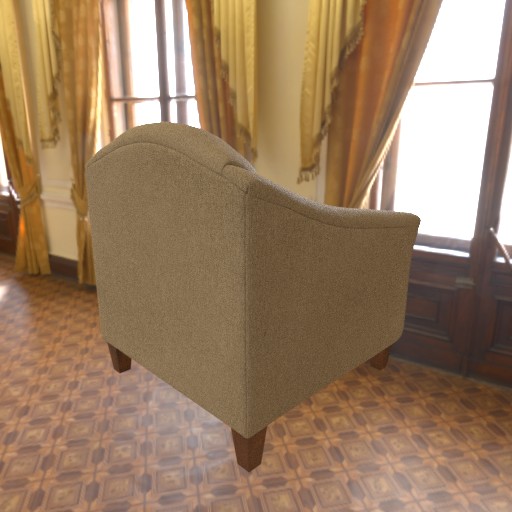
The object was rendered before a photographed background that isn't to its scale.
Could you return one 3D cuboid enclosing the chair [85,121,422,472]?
[{"bbox_3d":[0.000,0.000,1.464,0.787,0.839,0.763,-15,21,-42],"label":"chair"}]
